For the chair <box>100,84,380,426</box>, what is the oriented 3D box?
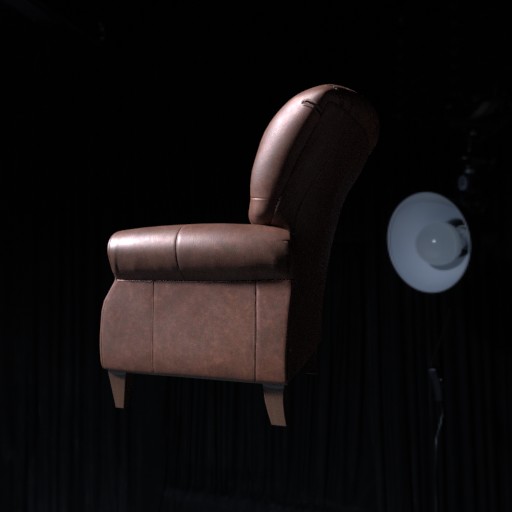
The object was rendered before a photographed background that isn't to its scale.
[{"bbox_3d":[0.000,0.000,1.921,1.031,1.162,0.979,0,0,16],"label":"chair"}]
